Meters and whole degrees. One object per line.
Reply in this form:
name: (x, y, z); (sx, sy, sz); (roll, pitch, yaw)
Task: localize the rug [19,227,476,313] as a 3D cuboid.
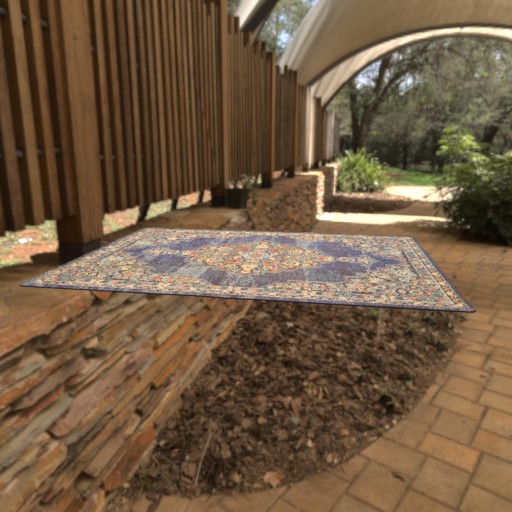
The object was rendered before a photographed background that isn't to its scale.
rug: (0.000, 0.000, 2.886); (2.232, 0.009, 1.630); (2, 15, 9)
